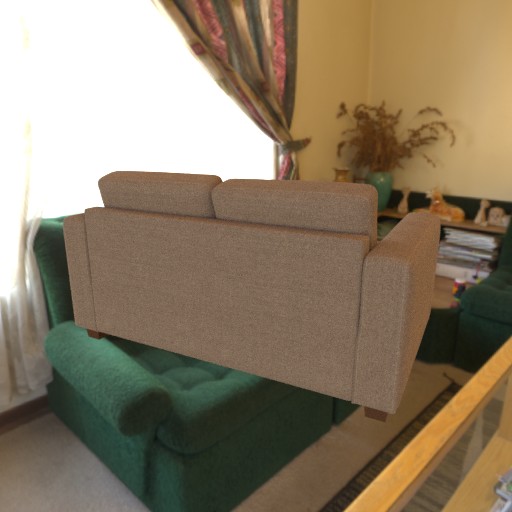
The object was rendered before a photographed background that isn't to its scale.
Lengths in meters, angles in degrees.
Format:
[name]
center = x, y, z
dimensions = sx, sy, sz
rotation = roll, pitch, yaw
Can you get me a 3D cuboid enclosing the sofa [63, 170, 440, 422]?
[sofa]
center = 0.000, 0.000, 2.074
dimensions = 1.520, 0.800, 0.900
rotation = 8, 18, 26
